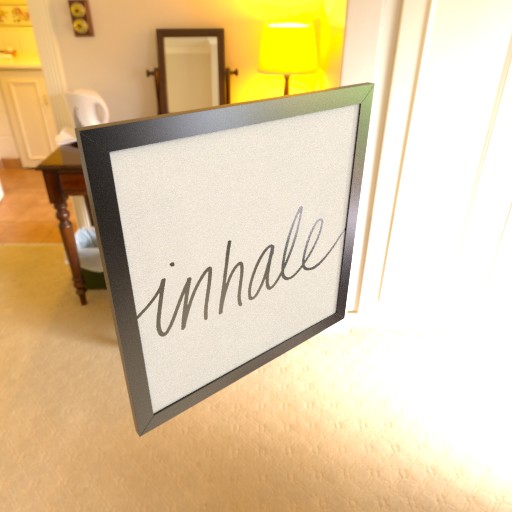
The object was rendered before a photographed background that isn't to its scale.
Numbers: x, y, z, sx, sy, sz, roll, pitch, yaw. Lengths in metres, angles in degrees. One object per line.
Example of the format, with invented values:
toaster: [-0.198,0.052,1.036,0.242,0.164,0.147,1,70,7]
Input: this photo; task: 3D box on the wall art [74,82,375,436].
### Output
wall art: [0.000,0.000,0.661,0.446,0.445,0.014,-22,37,-33]
